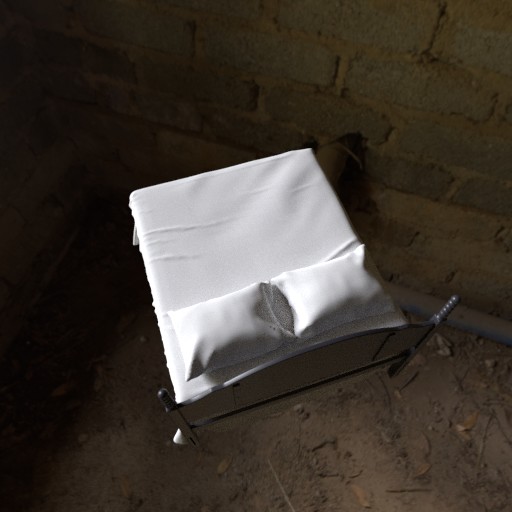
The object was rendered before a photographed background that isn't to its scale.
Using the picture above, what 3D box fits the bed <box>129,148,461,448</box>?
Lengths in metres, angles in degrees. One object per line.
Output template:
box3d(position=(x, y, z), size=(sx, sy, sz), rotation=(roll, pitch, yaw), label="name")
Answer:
box3d(position=(0.000, 0.000, 3.292), size=(1.873, 1.356, 2.040), rotation=(-16, 59, -10), label="bed")
